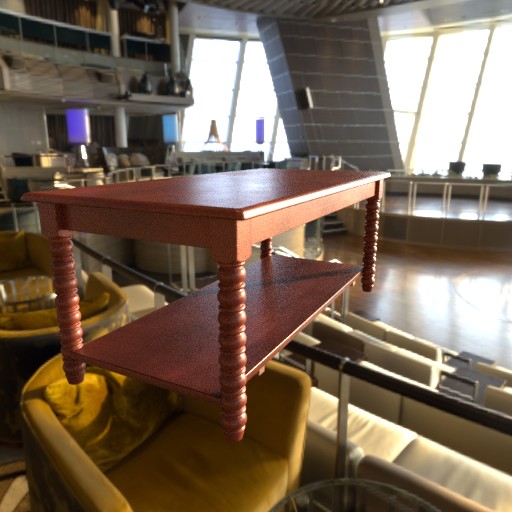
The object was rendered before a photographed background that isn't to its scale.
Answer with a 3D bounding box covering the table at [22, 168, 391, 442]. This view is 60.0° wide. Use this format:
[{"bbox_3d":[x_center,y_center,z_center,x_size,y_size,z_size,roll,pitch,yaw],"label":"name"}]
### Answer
[{"bbox_3d":[0.000,0.000,1.423,0.580,0.485,1.171,7,16,27],"label":"table"}]
